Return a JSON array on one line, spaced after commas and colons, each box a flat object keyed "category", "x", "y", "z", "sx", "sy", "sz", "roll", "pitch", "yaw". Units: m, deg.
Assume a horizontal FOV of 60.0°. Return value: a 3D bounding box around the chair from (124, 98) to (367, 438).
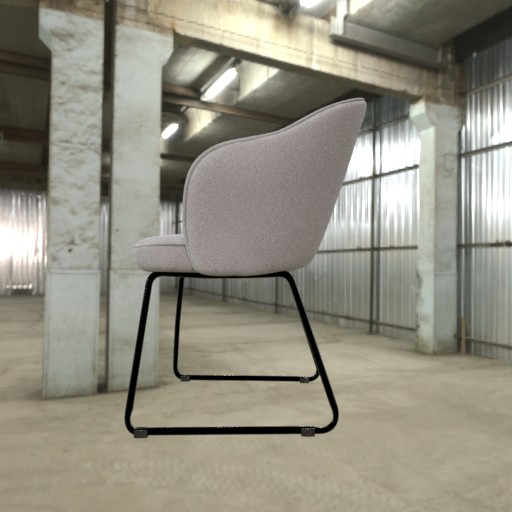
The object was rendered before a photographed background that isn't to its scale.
[{"category": "chair", "x": 0.000, "y": 0.000, "z": 1.229, "sx": 0.592, "sy": 0.817, "sz": 0.570, "roll": 0, "pitch": -1, "yaw": 2}]
